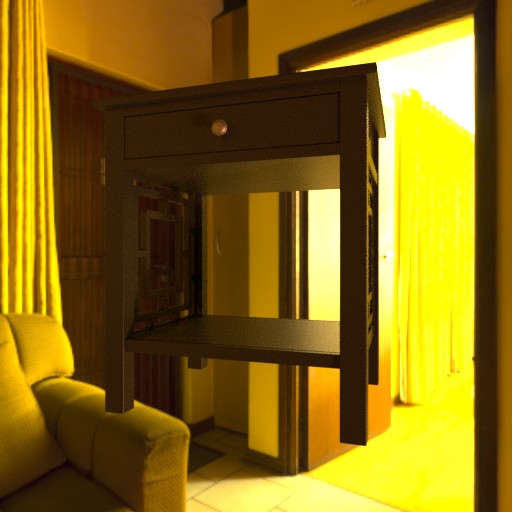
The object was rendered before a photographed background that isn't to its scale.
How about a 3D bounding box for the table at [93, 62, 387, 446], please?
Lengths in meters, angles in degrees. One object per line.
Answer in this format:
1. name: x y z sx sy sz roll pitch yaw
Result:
1. table: 0.000 0.000 1.025 0.564 0.646 0.451 0 0 18
